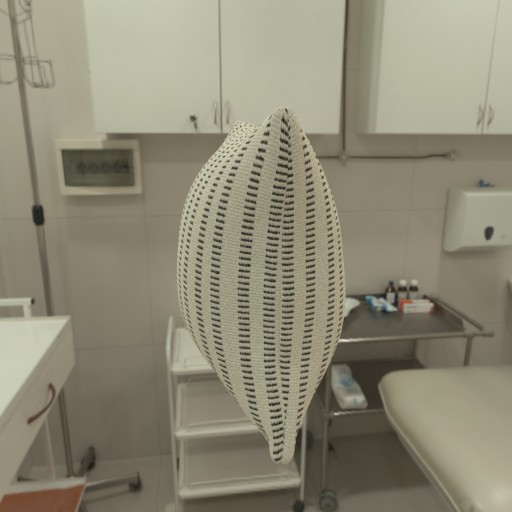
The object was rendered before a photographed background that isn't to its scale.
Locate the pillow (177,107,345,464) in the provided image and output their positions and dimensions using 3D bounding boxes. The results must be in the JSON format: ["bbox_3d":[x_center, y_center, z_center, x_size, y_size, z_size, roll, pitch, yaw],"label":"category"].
[{"bbox_3d":[0.000,0.000,0.692,0.247,0.419,0.438,-2,15,-8],"label":"pillow"}]
